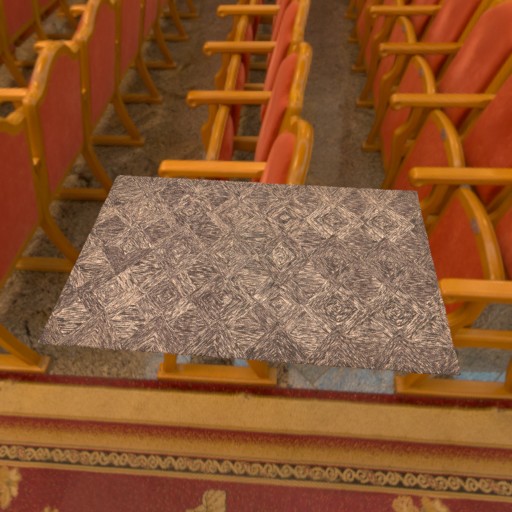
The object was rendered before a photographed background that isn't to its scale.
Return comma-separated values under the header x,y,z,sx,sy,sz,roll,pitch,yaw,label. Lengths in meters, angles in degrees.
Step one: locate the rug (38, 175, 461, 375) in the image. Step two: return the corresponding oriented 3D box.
x,y,z,sx,sy,sz,roll,pitch,yaw,label
0.000,0.000,2.269,1.808,0.011,1.189,4,48,3,rug
